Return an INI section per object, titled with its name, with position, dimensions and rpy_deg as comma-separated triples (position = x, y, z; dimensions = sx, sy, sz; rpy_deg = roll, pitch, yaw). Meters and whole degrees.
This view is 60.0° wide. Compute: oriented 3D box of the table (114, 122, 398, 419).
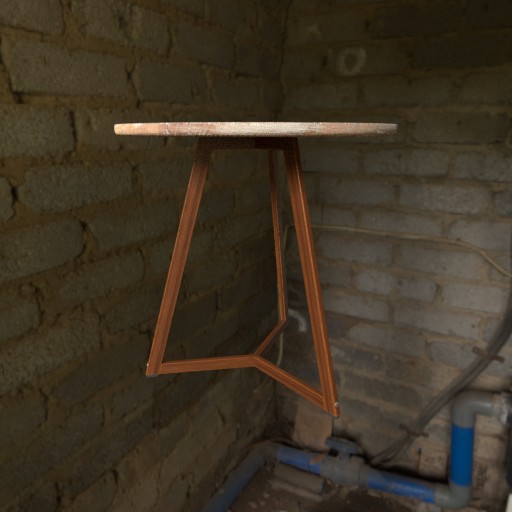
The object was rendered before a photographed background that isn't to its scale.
[table]
position = 0.000, 0.000, 0.884
dimensions = 0.500, 0.500, 0.500
rpy_deg = 0, 16, 0
